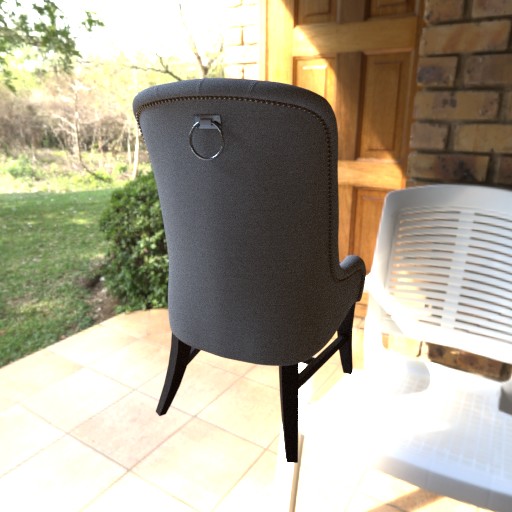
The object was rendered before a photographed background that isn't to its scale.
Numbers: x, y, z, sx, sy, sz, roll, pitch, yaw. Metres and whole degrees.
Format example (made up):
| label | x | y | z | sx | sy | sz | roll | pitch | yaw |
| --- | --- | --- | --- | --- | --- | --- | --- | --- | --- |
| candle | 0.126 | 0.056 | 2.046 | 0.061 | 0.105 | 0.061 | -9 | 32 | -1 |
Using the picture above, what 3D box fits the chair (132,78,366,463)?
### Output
| label | x | y | z | sx | sy | sz | roll | pitch | yaw |
| --- | --- | --- | --- | --- | --- | --- | --- | --- | --- |
| chair | 0.000 | 0.000 | 1.509 | 0.634 | 1.091 | 0.629 | 9 | 20 | 25 |
